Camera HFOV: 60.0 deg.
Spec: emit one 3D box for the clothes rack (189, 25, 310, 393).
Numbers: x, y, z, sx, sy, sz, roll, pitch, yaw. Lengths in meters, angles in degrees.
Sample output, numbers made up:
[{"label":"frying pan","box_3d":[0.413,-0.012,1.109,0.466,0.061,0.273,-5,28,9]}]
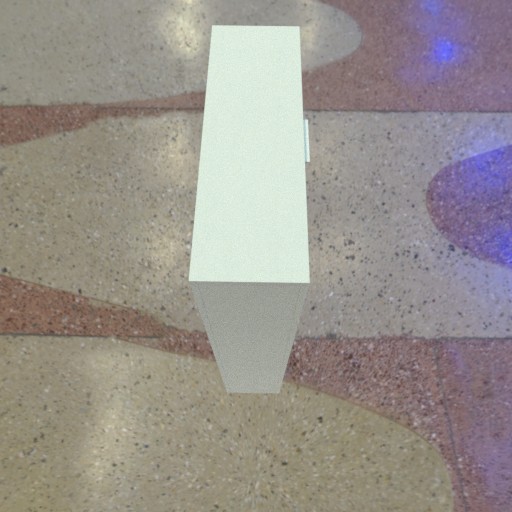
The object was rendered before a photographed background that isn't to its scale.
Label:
[{"label":"clothes rack","box_3d":[0.000,0.000,1.601,0.250,1.280,0.750,1,64,0]}]
